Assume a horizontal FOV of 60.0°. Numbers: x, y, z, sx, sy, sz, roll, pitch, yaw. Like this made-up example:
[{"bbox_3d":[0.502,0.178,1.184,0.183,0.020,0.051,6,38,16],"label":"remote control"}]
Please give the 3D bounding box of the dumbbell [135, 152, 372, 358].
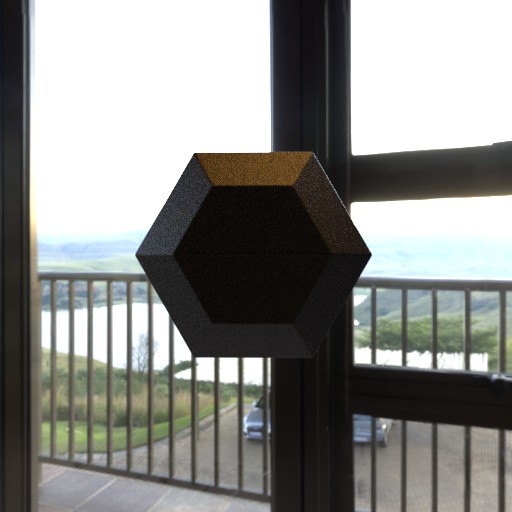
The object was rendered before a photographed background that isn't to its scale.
[{"bbox_3d":[0.000,0.000,0.315,0.106,0.092,0.272,0,0,1],"label":"dumbbell"}]
